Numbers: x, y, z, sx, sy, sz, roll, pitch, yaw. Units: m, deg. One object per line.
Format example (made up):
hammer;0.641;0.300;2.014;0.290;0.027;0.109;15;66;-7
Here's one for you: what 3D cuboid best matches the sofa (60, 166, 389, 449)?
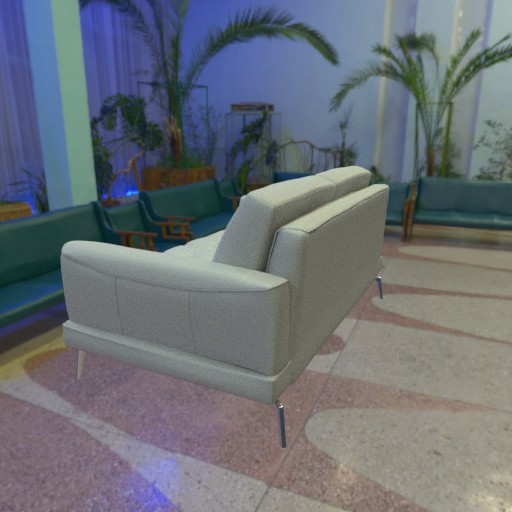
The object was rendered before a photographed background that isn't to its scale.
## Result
sofa;0.000;0.000;2.468;1.121;0.930;1.819;8;18;26
